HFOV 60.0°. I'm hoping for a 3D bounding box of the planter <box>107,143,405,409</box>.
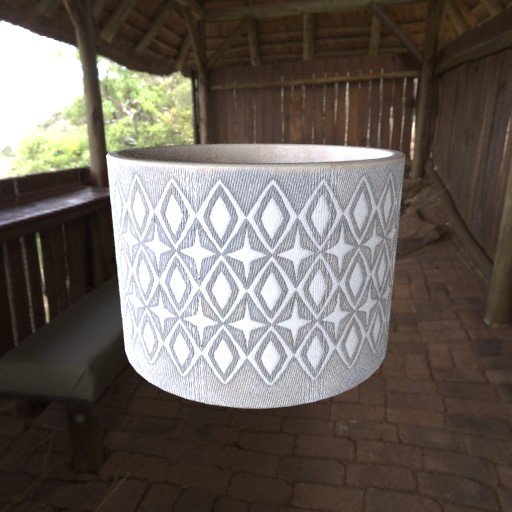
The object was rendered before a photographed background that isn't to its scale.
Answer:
[{"bbox_3d":[0.000,0.000,0.274,0.164,0.127,0.164,0,17,0],"label":"planter"}]
